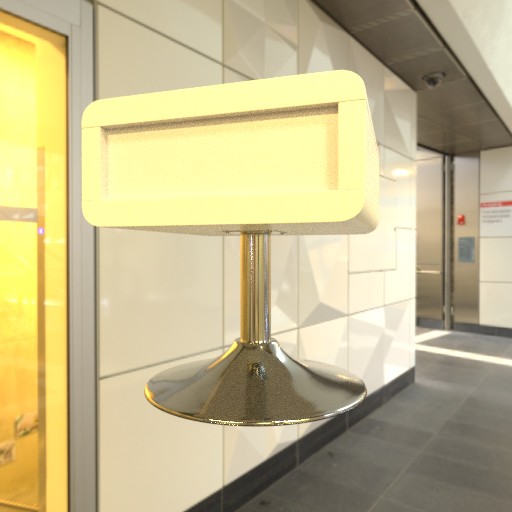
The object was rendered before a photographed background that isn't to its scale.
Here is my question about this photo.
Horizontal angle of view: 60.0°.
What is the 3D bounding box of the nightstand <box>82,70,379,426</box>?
[{"bbox_3d":[0.000,0.000,0.771,0.399,0.447,0.404,0,1,18],"label":"nightstand"}]
